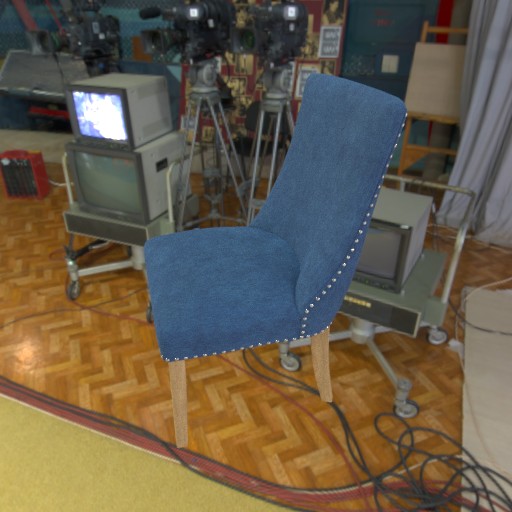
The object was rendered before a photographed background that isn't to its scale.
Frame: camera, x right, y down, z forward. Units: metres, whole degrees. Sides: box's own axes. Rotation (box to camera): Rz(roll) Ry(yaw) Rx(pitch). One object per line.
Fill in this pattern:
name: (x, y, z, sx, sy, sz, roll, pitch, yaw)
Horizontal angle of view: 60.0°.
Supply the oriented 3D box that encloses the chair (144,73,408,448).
chair: (0.000, 0.000, 1.261, 0.610, 0.902, 0.495, -8, 31, -14)
